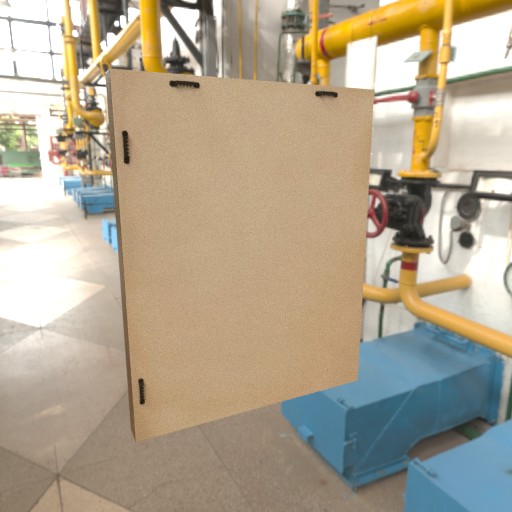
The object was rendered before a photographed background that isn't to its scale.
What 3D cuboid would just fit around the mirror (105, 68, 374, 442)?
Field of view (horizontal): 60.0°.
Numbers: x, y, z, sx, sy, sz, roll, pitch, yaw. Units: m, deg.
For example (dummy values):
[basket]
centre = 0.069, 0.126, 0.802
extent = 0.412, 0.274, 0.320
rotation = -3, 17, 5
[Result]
[mirror]
centre = 0.000, 0.000, 0.687
extent = 0.405, 0.508, 0.041
rotation = -6, 15, -26
